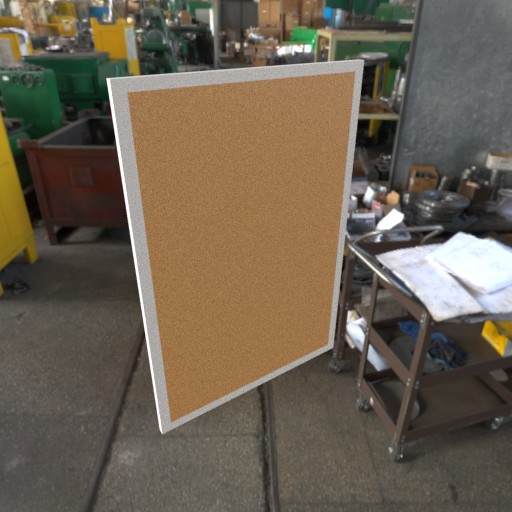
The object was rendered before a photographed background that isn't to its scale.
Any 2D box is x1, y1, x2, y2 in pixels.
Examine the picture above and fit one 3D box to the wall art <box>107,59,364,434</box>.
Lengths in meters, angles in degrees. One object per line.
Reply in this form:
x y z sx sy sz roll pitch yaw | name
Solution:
0.000 0.000 0.835 0.456 0.656 0.013 -18 34 -30 | wall art
